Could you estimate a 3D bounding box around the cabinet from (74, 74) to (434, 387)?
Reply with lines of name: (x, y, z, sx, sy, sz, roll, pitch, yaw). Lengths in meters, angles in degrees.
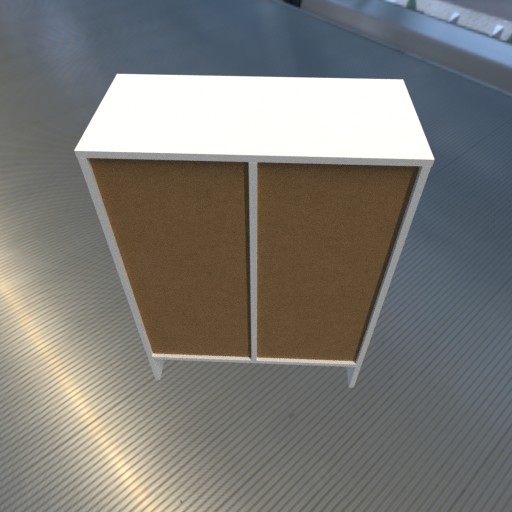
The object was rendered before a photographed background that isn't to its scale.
cabinet: (0.000, 0.000, 1.137, 0.600, 0.815, 0.296, 2, 47, 2)
